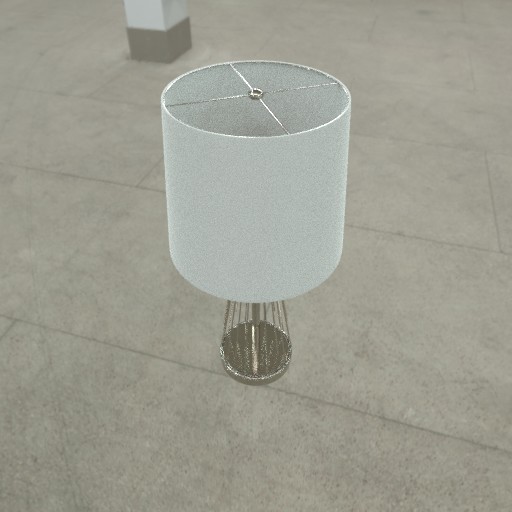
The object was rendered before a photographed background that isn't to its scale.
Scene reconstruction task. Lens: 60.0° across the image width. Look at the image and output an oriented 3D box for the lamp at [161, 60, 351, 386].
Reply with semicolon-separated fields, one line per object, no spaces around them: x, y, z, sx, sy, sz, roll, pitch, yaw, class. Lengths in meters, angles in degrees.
0.000;0.000;0.813;0.303;0.618;0.303;0;42;0;lamp
